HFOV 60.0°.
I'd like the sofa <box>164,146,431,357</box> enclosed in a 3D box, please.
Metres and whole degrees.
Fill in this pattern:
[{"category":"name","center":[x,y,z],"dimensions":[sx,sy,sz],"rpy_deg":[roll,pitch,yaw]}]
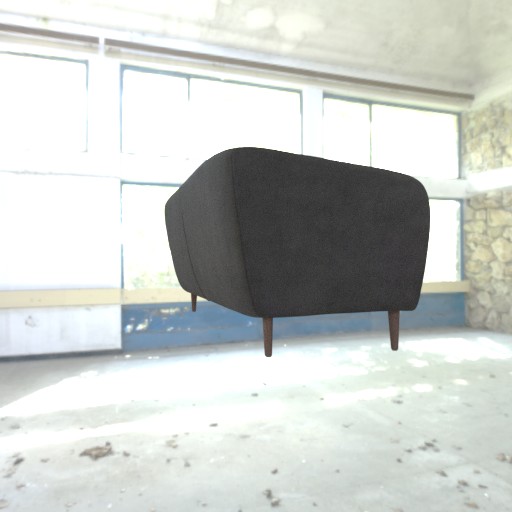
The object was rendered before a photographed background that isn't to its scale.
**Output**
[{"category":"sofa","center":[0.000,0.000,2.779],"dimensions":[0.956,0.875,2.296],"rpy_deg":[0,-1,-18]}]
